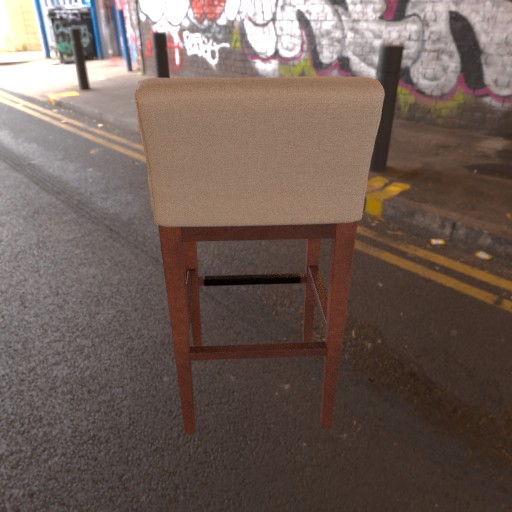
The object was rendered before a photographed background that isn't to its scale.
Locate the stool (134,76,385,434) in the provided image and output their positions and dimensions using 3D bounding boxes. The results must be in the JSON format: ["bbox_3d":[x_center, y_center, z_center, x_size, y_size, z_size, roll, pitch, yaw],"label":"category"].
[{"bbox_3d":[0.000,0.000,1.317,0.511,1.037,0.500,-1,29,-3],"label":"stool"}]
